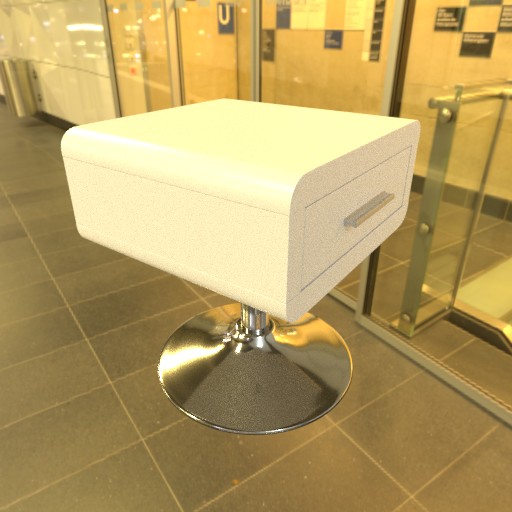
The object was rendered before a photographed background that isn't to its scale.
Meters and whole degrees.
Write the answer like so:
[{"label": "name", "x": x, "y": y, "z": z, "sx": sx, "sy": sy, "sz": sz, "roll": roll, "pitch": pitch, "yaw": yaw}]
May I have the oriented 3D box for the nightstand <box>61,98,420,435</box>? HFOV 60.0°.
[{"label": "nightstand", "x": 0.000, "y": 0.000, "z": 0.765, "sx": 0.404, "sy": 0.447, "sz": 0.399, "roll": 19, "pitch": 33, "yaw": 31}]
